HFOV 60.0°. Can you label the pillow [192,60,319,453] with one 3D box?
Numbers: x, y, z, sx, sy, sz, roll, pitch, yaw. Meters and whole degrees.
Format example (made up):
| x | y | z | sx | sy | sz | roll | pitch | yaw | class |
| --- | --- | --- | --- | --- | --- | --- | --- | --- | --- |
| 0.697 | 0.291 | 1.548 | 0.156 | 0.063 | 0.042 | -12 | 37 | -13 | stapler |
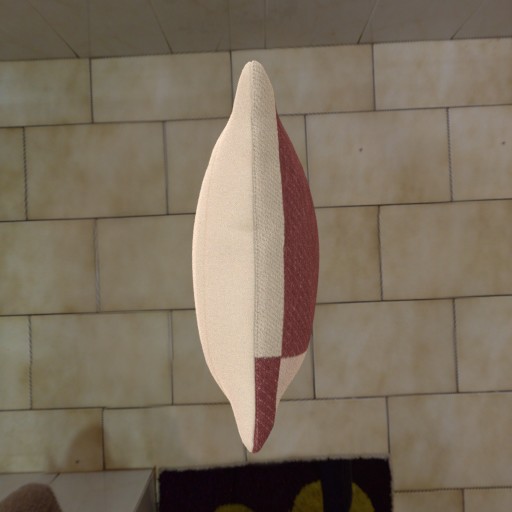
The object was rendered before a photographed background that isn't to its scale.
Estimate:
| x | y | z | sx | sy | sz | roll | pitch | yaw | class |
| --- | --- | --- | --- | --- | --- | --- | --- | --- | --- |
| 0.000 | 0.000 | 0.814 | 0.229 | 0.506 | 0.536 | 0 | 90 | 1 | pillow |
